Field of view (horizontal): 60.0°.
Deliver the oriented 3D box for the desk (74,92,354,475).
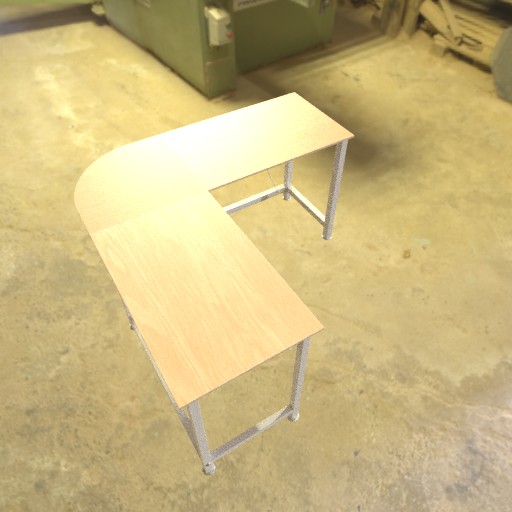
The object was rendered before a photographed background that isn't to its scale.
[{"bbox_3d":[0.000,0.000,2.247,1.400,0.762,1.400,-24,52,-21],"label":"desk"}]
